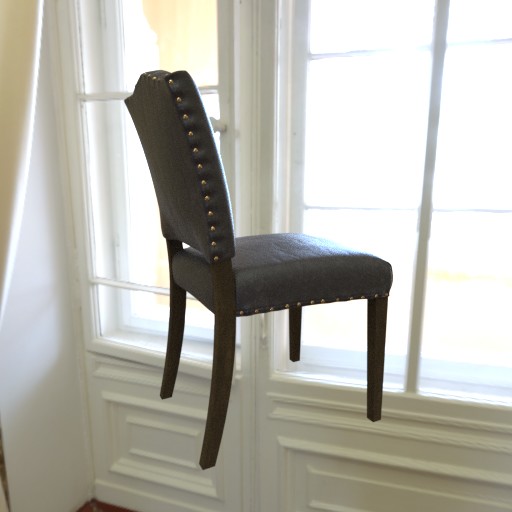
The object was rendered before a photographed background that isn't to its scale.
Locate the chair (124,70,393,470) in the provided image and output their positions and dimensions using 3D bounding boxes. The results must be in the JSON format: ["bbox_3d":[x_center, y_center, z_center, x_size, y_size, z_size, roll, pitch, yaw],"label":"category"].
[{"bbox_3d":[0.000,0.000,1.321,0.633,0.991,0.500,-6,14,-27],"label":"chair"}]
